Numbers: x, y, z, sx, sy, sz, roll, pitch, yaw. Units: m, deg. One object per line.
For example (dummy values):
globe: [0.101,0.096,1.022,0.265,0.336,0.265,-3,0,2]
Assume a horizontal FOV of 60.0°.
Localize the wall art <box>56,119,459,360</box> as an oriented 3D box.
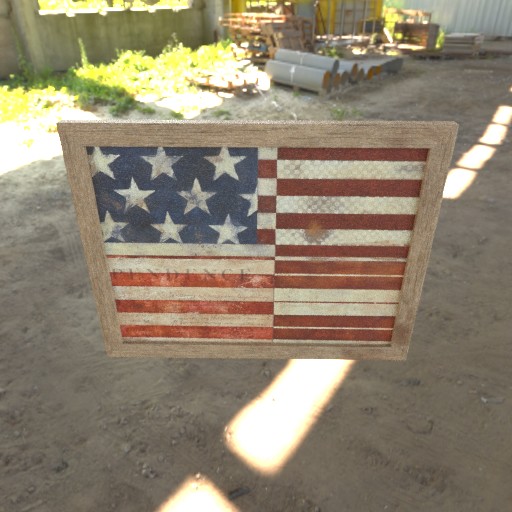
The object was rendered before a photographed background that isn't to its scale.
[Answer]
wall art: [0.000,0.000,0.901,0.690,0.535,0.026,1,30,1]
